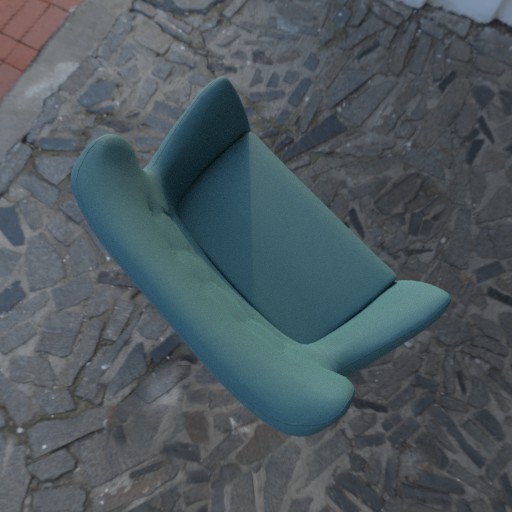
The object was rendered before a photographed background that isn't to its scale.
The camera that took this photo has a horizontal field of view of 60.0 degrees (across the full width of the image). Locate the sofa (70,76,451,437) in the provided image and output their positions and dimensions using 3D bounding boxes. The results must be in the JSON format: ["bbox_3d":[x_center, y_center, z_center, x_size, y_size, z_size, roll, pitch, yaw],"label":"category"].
[{"bbox_3d":[0.000,0.000,1.954,0.889,0.889,1.397,-41,79,-9],"label":"sofa"}]
